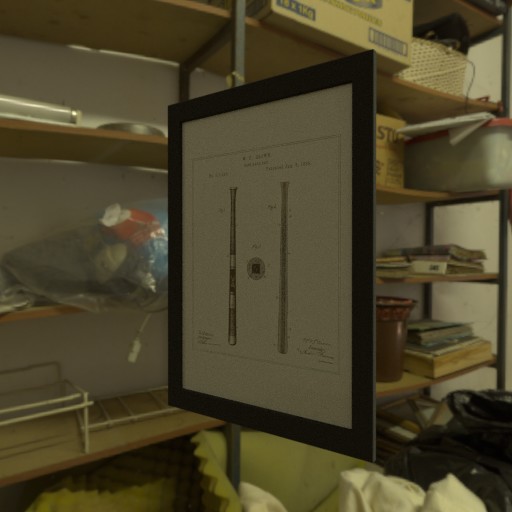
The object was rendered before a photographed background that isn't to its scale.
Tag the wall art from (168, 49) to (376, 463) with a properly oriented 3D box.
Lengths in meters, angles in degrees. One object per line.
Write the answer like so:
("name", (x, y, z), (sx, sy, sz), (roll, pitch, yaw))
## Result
("wall art", (0.000, 0.000, 0.677), (0.374, 0.529, 0.012), (0, 0, 35))
